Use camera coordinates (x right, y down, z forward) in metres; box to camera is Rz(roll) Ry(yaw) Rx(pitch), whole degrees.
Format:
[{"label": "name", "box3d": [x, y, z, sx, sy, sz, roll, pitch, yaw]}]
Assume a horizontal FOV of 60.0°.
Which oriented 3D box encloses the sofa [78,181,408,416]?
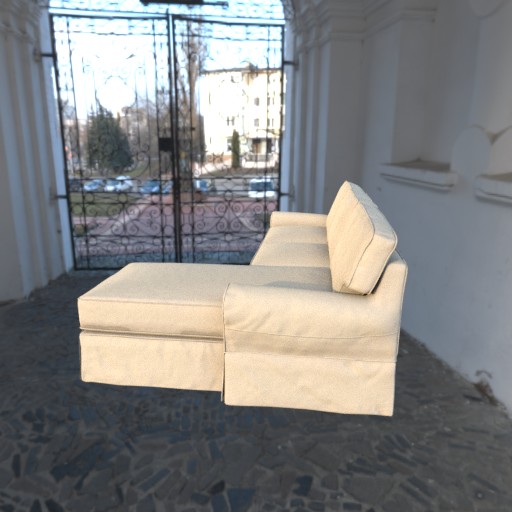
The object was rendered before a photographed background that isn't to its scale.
[{"label": "sofa", "box3d": [0.000, 0.000, 3.348, 1.733, 0.978, 2.475, 2, 15, 8]}]
